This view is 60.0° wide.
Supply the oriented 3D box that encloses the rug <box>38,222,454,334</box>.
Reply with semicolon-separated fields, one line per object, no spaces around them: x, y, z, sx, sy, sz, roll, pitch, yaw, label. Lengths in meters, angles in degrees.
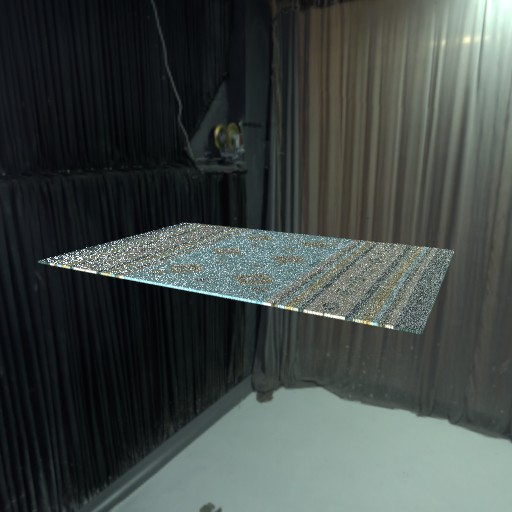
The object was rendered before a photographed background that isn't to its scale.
0.000;0.000;2.314;1.811;0.010;1.212;8;16;27;rug
